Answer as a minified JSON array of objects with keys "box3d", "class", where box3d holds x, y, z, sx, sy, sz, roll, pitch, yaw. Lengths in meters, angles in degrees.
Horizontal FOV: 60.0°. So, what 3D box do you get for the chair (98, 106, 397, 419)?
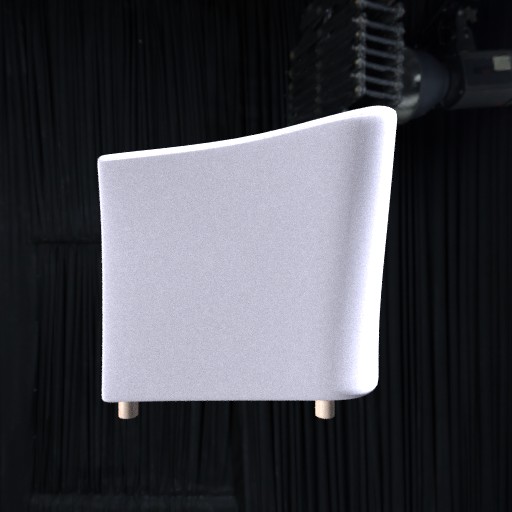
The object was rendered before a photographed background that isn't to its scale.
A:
[{"box3d":[0.000,0.000,1.338,0.700,0.720,0.790,0,0,0],"class":"chair"}]
